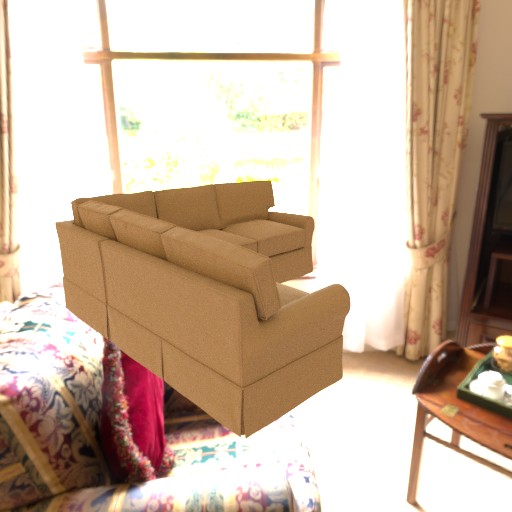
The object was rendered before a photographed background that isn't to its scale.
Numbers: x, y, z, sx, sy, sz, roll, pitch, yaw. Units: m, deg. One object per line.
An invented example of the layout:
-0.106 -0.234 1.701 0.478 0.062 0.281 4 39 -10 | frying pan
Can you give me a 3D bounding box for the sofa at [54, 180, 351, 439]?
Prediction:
0.000 0.000 4.240 2.733 1.124 2.730 -15 22 -41 | sofa
